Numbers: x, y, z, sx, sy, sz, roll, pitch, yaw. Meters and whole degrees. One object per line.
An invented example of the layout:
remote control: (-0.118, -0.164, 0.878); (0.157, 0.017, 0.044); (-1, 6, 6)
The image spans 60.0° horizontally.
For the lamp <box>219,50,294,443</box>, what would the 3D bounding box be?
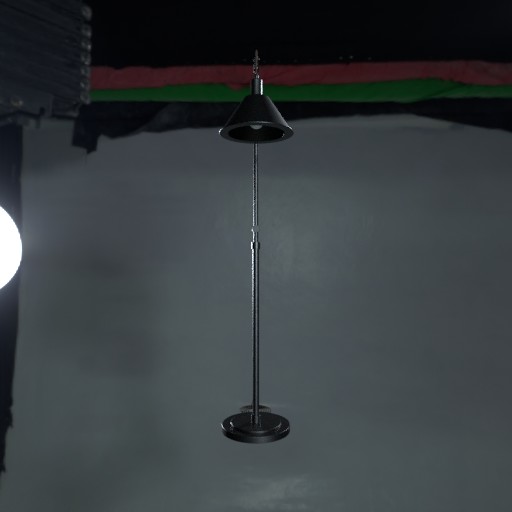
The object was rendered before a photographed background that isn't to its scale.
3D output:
lamp: (0.000, 0.000, 2.028); (0.319, 1.626, 0.904); (0, -1, 0)
